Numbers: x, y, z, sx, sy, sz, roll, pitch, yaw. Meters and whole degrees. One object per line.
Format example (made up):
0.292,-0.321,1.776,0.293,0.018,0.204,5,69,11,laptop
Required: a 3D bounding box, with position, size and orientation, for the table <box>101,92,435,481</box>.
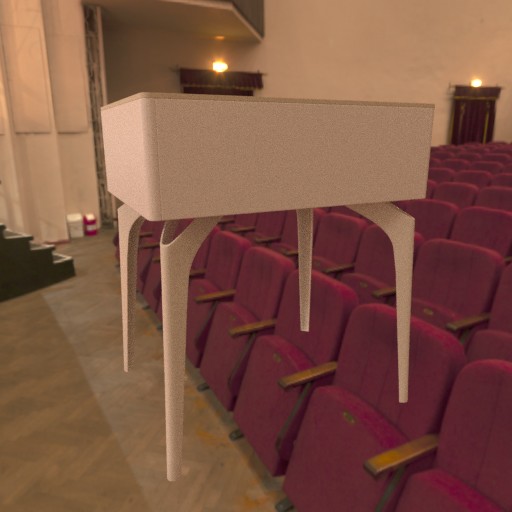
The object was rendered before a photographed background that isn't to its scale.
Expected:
0.000,0.000,0.888,0.500,0.570,0.400,-7,17,-25,table
